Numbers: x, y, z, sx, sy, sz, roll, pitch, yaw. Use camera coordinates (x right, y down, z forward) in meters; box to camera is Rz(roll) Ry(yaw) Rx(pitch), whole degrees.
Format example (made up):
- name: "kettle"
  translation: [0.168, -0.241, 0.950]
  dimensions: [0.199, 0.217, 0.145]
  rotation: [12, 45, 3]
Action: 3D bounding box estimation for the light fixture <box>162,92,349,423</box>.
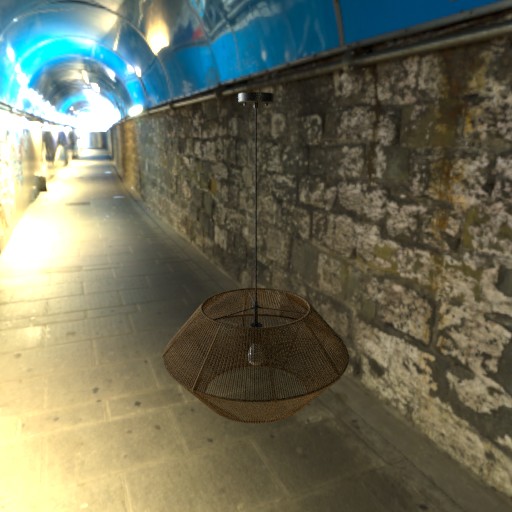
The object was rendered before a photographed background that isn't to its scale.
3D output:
- name: "light fixture"
  translation: [0.000, 0.000, 1.463]
  dimensions: [0.643, 1.009, 0.643]
  rotation: [0, 15, 0]
